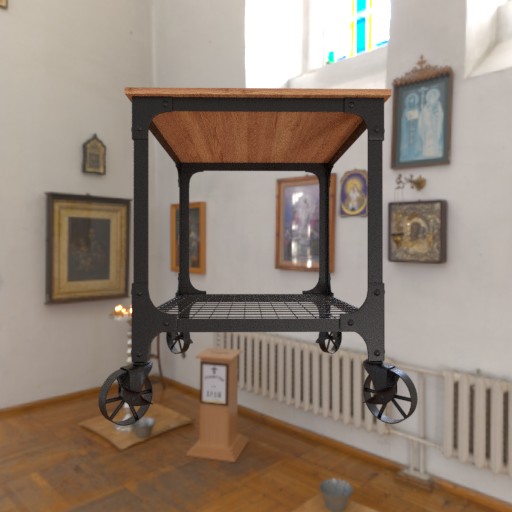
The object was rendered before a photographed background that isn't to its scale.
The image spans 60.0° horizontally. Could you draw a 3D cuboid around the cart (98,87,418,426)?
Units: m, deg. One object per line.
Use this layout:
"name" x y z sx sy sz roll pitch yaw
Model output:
"cart" 0.000 0.000 1.092 0.558 0.603 0.666 0 0 -1
